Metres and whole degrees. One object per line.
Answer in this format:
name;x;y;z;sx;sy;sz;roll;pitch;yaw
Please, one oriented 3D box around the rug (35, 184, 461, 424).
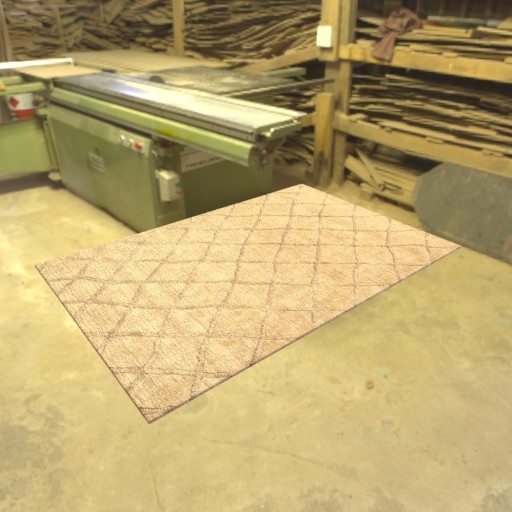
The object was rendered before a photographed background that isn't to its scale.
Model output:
rug;0.000;0.000;2.855;2.292;0.014;1.528;-22;36;-33
